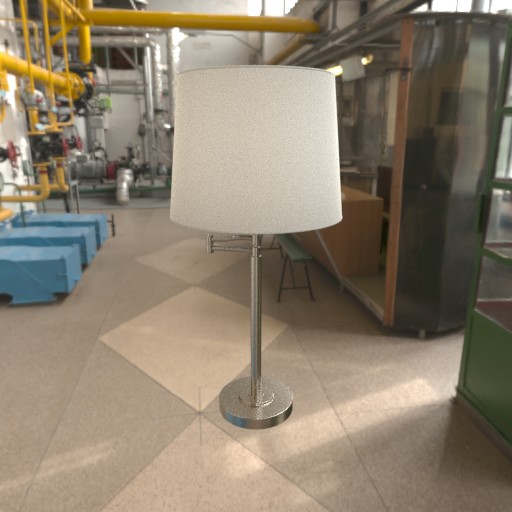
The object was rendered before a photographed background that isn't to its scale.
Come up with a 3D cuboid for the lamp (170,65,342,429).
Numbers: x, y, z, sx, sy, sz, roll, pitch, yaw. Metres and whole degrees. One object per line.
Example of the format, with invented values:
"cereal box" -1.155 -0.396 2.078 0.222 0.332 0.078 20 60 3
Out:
"lamp" 0.000 0.000 0.893 0.333 0.696 0.333 0 16 0
